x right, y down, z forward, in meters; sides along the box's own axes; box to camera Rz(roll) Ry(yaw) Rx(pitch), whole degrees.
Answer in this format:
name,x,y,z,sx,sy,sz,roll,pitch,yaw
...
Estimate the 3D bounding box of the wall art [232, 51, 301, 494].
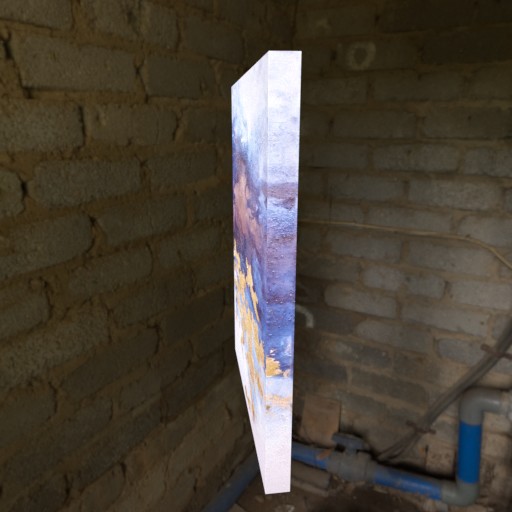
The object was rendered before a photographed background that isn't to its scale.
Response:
name,x,y,z,sx,sy,sz,roll,pitch,yaw
wall art,0.000,0.000,0.761,0.036,0.581,0.437,-2,16,-8
